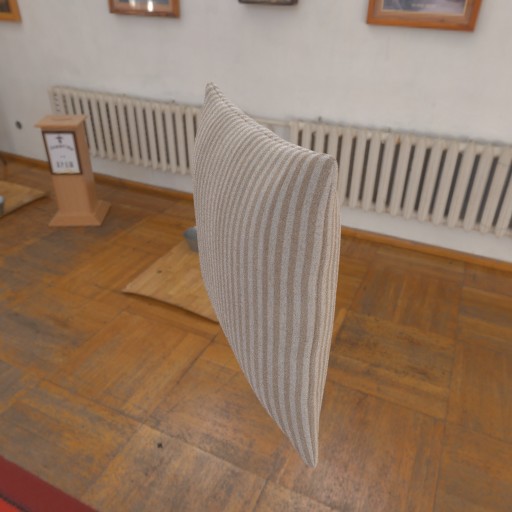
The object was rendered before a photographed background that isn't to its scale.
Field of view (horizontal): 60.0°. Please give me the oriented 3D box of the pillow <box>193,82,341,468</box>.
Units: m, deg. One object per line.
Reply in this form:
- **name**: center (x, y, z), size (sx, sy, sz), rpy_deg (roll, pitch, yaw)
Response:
- **pillow**: center (0.000, 0.000, 0.790), size (0.166, 0.510, 0.523), rpy_deg (-10, 32, -17)
